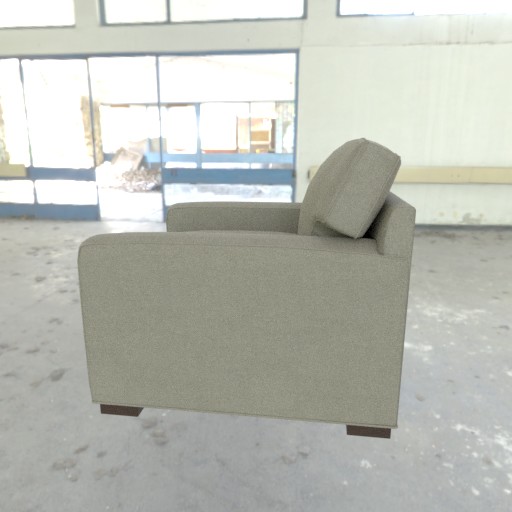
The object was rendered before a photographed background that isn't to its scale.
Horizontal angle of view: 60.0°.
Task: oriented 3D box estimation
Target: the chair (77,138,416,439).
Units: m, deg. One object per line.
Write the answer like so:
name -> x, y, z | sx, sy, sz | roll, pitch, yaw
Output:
chair -> 0.000, 0.000, 1.833 | 1.044, 0.934, 0.999 | 2, 14, 8
